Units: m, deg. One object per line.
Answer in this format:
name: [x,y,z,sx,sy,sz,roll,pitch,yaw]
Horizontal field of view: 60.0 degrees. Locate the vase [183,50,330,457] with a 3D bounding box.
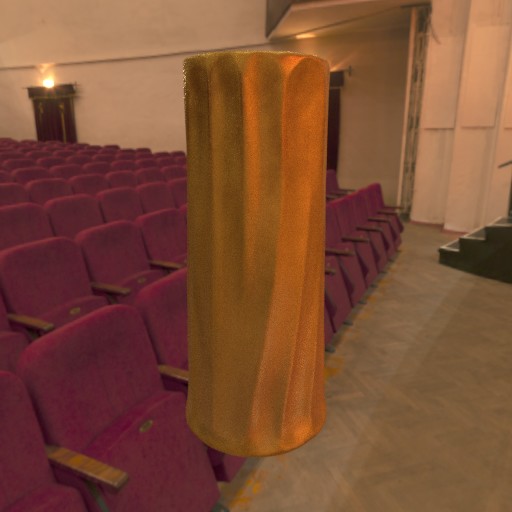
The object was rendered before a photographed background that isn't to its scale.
vase: [0.000,0.000,0.177,0.061,0.143,0.061,0,15,0]
